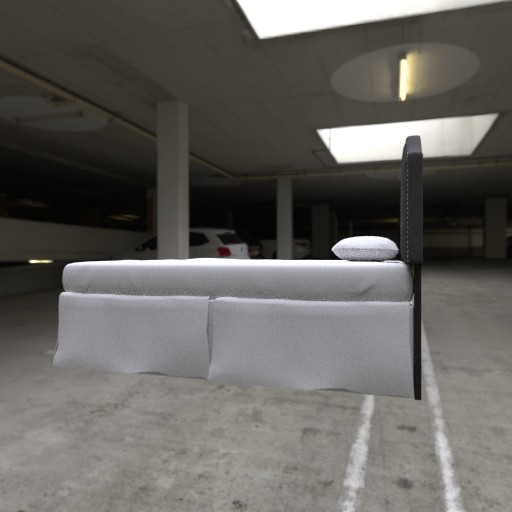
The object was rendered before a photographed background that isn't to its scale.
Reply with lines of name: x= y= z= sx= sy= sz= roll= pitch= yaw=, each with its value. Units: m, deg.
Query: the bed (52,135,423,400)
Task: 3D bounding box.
bed: x=0.000 y=0.000 z=2.933 sx=1.999 sy=1.270 sz=1.558 roll=0 pitch=0 yaw=18
